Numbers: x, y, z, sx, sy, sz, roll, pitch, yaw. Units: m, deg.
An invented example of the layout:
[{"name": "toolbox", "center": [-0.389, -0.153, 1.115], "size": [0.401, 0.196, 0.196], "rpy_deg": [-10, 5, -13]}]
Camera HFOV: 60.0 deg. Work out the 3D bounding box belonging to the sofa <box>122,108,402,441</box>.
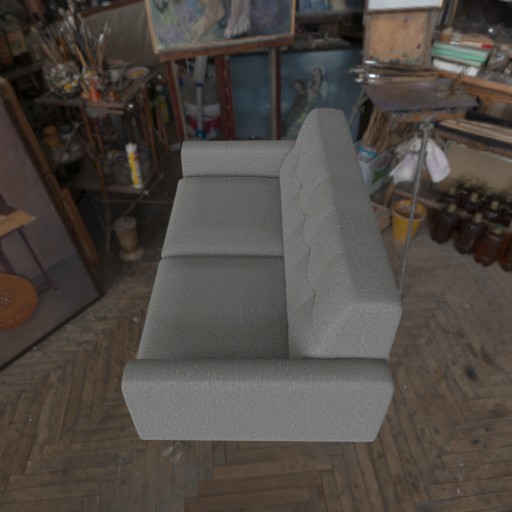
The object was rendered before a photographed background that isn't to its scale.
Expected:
[{"name": "sofa", "center": [0.000, 0.000, 2.180], "size": [0.952, 0.925, 1.651], "rpy_deg": [0, 43, 0]}]
